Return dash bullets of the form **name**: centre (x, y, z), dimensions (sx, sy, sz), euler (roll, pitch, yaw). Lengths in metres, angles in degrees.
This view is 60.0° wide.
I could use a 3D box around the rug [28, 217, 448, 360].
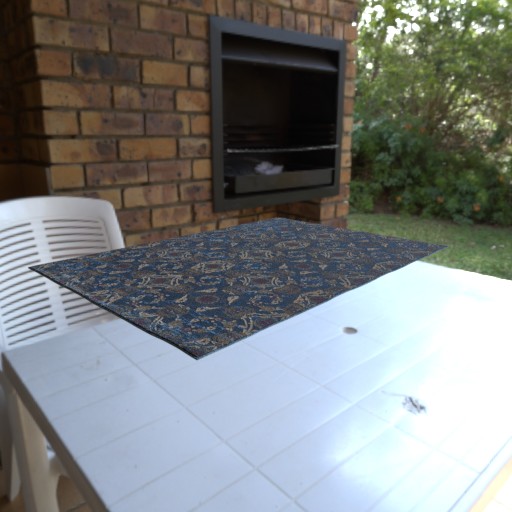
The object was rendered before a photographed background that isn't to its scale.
- **rug**: centre (0.000, 0.000, 2.820), dimensions (1.567, 0.014, 2.207), euler (14, 21, 42)
